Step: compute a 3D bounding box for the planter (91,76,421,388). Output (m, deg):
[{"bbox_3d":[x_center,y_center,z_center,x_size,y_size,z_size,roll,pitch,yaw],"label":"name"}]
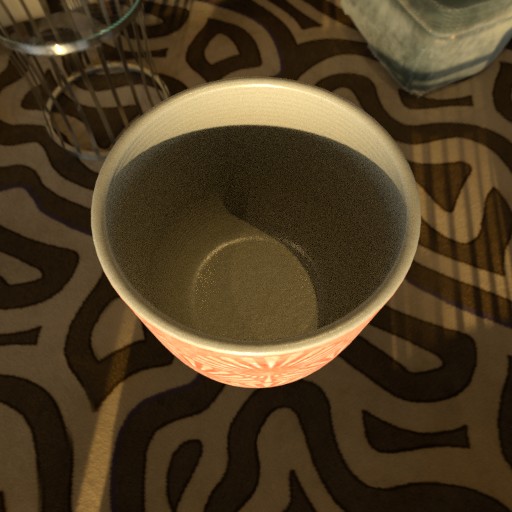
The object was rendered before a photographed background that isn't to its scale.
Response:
[{"bbox_3d":[0.000,0.000,0.216,0.124,0.109,0.124,0,64,0],"label":"planter"}]
